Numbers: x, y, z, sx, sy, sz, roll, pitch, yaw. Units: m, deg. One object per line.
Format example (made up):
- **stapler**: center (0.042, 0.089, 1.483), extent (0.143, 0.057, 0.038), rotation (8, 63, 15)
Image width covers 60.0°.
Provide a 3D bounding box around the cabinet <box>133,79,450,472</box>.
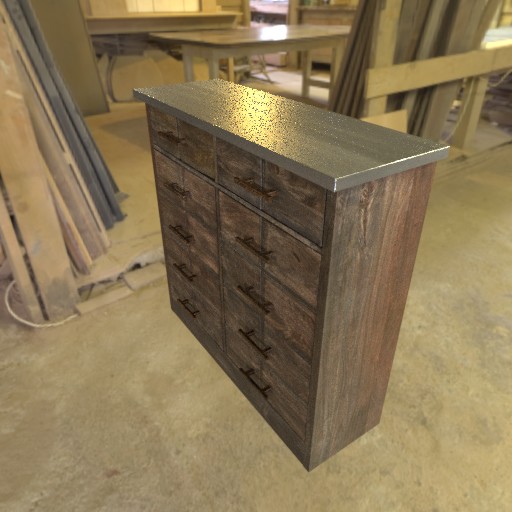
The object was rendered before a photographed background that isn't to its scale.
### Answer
- **cabinet**: center (0.000, 0.000, 1.441), extent (0.338, 0.919, 0.968), rotation (-20, 37, -29)
